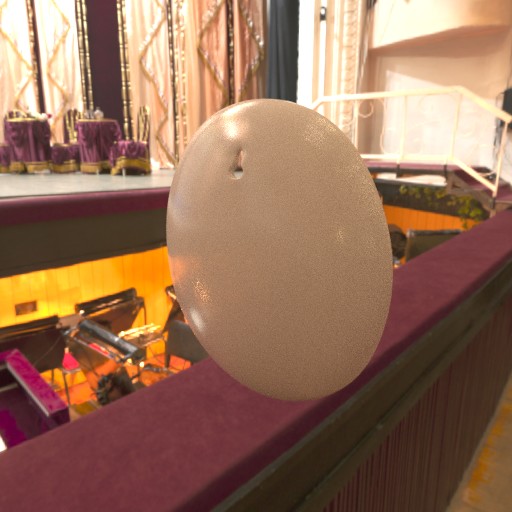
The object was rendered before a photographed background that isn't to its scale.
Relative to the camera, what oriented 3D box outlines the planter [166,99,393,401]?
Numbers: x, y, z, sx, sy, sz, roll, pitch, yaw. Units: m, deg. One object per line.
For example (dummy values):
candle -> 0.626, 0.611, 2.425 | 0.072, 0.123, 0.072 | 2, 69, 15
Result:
planter -> 0.000, 0.000, 0.280 | 0.185, 0.188, 0.043 | 13, 19, 42
